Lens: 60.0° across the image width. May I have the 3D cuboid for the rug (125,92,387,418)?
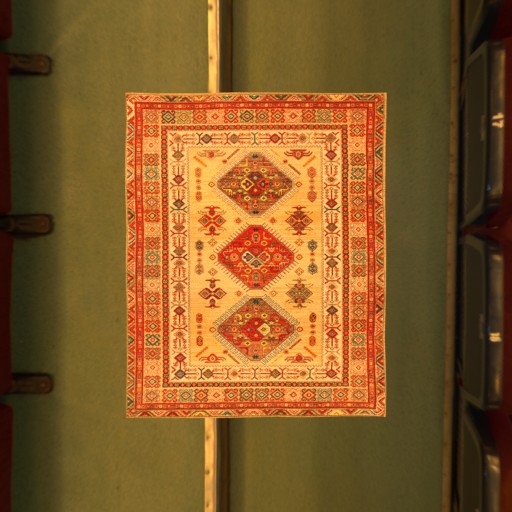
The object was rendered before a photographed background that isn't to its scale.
[{"bbox_3d":[0.000,0.000,4.176,2.460,0.005,3.067,0,91,0],"label":"rug"}]
